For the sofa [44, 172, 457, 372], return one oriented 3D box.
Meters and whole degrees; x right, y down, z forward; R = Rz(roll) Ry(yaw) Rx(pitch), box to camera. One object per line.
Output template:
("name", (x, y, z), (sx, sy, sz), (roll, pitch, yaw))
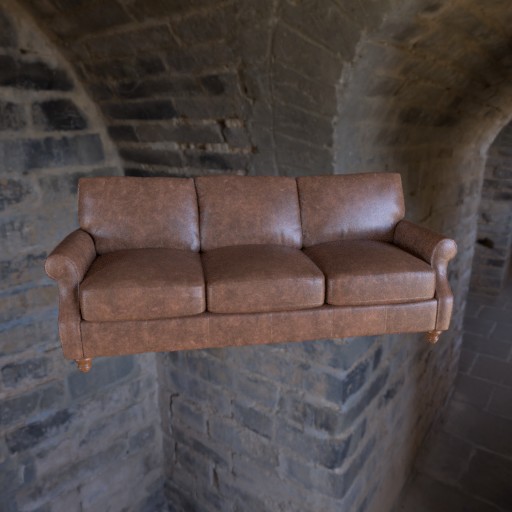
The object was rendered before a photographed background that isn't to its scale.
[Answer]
("sofa", (0.000, 0.000, 2.807), (2.351, 0.977, 0.973), (-3, 15, -9))
